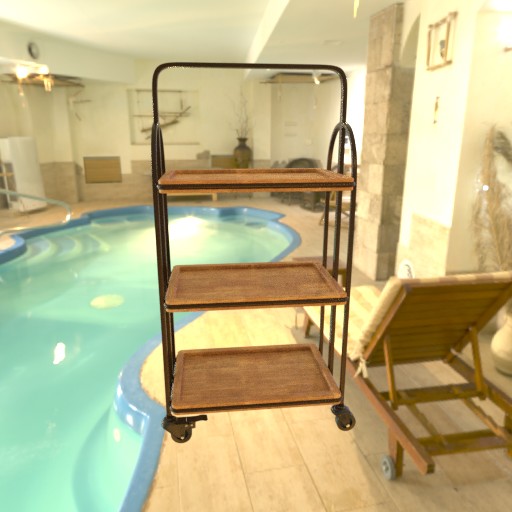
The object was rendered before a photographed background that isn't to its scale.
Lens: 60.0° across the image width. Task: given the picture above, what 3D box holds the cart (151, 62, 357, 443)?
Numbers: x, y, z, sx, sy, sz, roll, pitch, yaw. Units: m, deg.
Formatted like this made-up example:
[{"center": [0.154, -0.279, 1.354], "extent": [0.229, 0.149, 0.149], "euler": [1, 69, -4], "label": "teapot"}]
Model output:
[{"center": [0.000, 0.000, 1.246], "extent": [0.553, 1.001, 0.327], "euler": [-2, 16, -6], "label": "cart"}]
